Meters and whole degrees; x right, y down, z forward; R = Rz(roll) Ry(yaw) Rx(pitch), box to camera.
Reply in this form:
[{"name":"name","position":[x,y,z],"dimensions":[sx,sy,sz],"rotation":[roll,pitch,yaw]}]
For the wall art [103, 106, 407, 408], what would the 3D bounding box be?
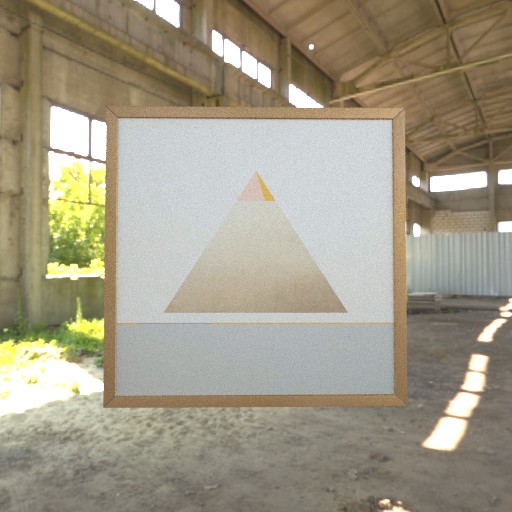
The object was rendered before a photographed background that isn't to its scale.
[{"name":"wall art","position":[0.000,0.000,0.772],"dimensions":[0.513,0.511,0.038],"rotation":[0,-1,-1]}]
